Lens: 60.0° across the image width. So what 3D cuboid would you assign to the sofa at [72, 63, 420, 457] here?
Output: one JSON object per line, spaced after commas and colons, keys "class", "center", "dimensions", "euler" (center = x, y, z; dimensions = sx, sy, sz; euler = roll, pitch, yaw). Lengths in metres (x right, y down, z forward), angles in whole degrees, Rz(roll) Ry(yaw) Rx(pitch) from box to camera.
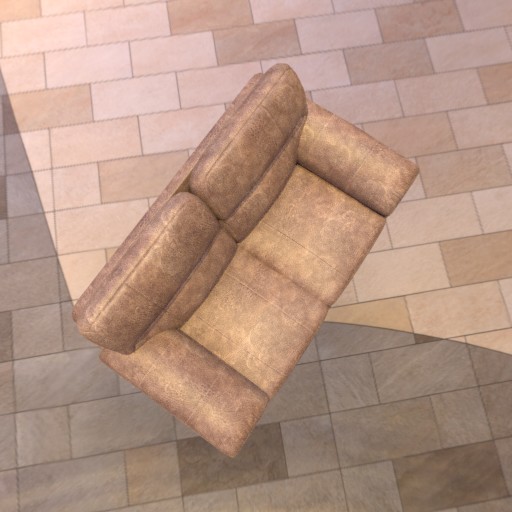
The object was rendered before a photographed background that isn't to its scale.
{"class": "sofa", "center": [0.000, 0.000, 2.358], "dimensions": [0.991, 0.991, 1.753], "euler": [34, 79, 7]}
